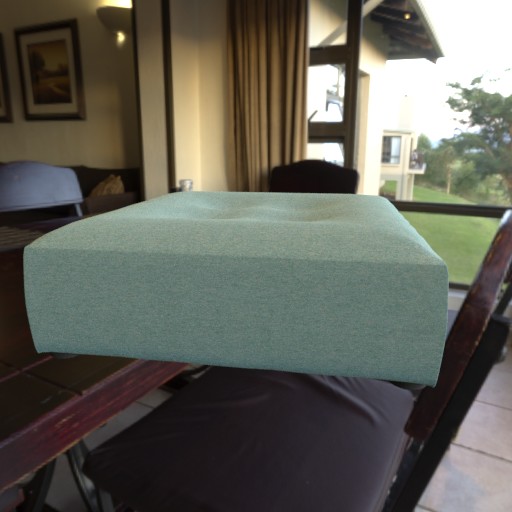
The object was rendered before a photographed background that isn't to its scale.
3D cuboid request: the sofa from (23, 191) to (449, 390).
[{"bbox_3d":[0.000,0.000,1.396,0.930,0.330,0.930,2,14,10],"label":"sofa"}]
